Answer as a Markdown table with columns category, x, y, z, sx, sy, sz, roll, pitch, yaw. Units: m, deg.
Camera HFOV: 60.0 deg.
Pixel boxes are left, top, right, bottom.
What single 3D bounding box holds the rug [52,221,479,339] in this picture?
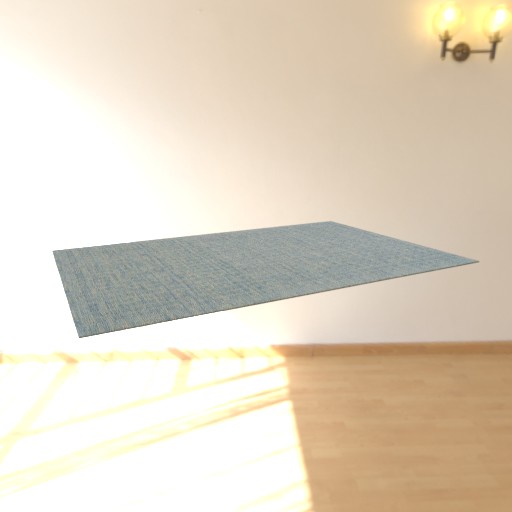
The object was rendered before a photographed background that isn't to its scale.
| category | x | y | z | sx | sy | sz | roll | pitch | yaw |
| --- | --- | --- | --- | --- | --- | --- | --- | --- | --- |
| rug | 0.000 | 0.000 | 2.162 | 1.752 | 0.006 | 1.142 | -8 | 17 | -26 |
